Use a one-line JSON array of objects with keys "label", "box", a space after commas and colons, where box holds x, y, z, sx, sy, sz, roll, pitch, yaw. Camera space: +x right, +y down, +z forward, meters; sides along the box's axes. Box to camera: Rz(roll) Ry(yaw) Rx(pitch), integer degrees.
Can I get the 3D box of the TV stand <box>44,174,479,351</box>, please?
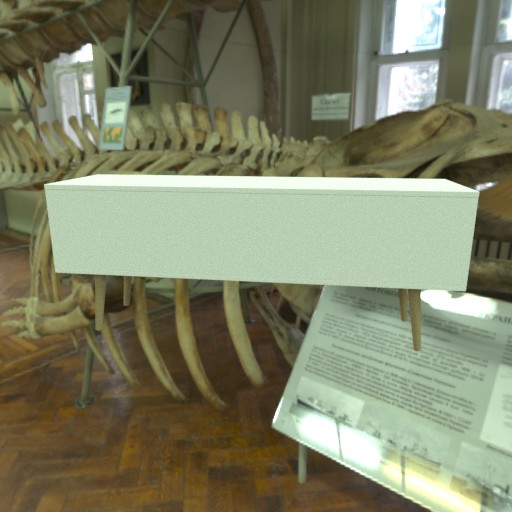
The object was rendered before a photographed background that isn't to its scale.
[{"label": "TV stand", "box": [0.000, 0.000, 1.676, 1.398, 0.560, 0.401, 2, 16, 8]}]
